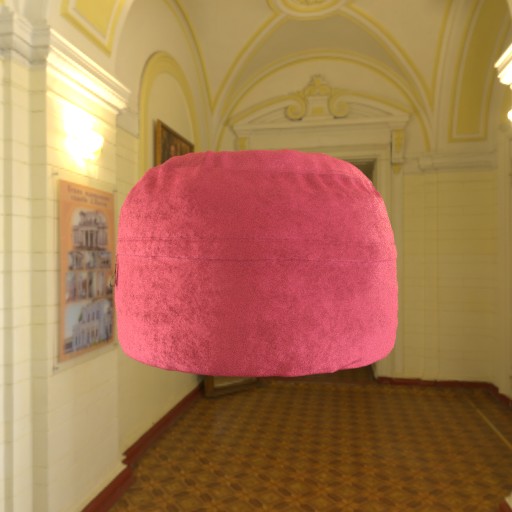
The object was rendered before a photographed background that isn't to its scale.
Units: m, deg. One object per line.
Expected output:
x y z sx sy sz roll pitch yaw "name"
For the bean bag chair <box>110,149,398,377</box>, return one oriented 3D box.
0.000 0.000 1.989 1.218 0.788 1.218 0 0 0 "bean bag chair"
